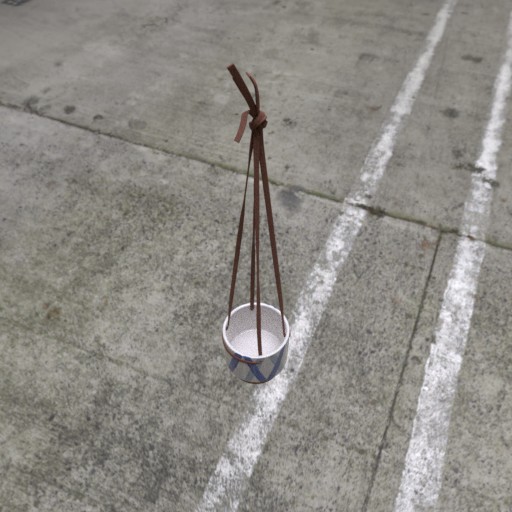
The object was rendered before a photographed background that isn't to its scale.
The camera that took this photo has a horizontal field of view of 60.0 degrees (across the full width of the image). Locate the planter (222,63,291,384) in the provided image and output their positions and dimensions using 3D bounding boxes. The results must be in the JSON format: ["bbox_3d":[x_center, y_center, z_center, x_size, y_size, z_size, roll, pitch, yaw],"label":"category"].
[{"bbox_3d":[0.000,0.000,0.832,0.153,0.753,0.157,18,49,17],"label":"planter"}]
